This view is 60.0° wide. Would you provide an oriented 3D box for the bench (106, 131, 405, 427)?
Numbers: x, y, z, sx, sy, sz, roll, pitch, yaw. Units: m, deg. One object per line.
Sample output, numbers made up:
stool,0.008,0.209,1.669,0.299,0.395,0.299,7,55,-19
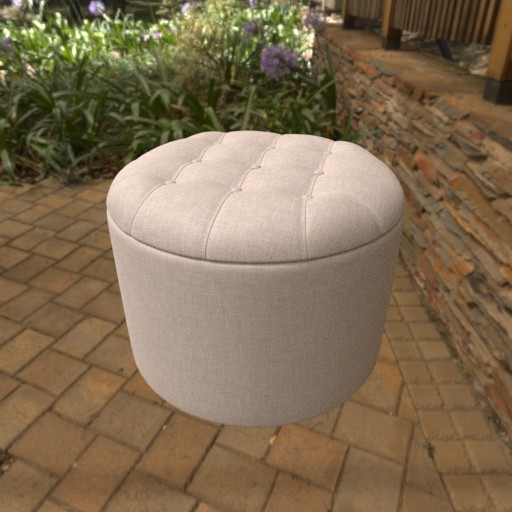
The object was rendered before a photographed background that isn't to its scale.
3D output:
bench,0.000,0.000,0.999,0.600,0.453,0.600,0,30,0
